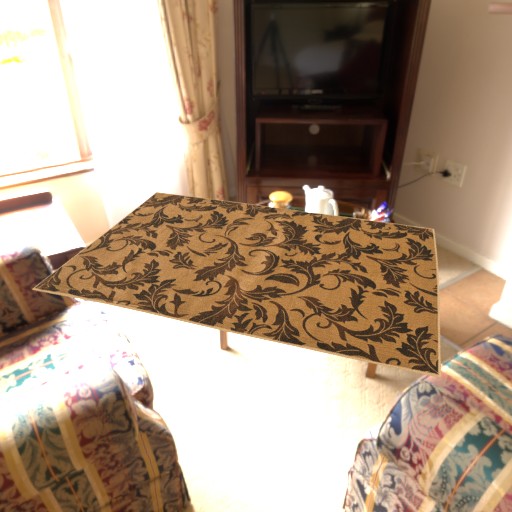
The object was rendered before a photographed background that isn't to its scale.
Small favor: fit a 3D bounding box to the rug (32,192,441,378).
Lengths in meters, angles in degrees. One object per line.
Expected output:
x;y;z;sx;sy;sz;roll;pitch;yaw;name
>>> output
0.000;0.000;2.928;2.284;0.008;1.522;9;33;15;rug
